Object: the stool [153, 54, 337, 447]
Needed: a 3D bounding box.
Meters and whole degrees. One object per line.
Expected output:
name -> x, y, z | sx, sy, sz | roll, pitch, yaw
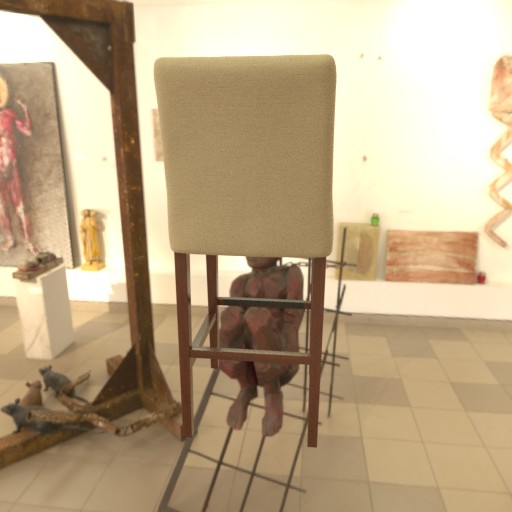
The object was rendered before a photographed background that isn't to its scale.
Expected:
stool -> 0.000, 0.000, 1.380 | 0.470, 1.078, 0.577 | 2, 16, 7
